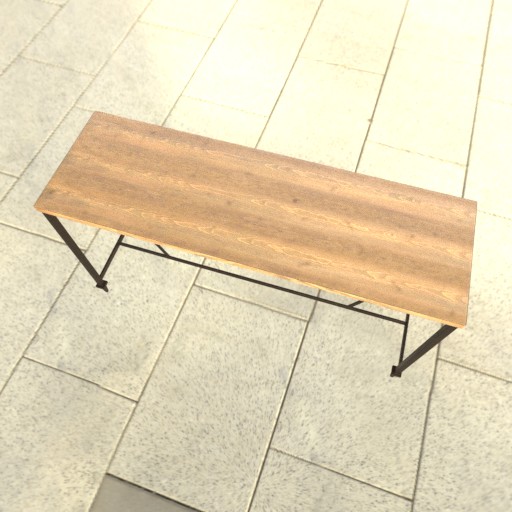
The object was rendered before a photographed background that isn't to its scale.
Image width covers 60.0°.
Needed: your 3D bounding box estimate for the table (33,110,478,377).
[{"bbox_3d":[0.000,0.000,2.173,1.700,0.902,0.551,15,63,8],"label":"table"}]
